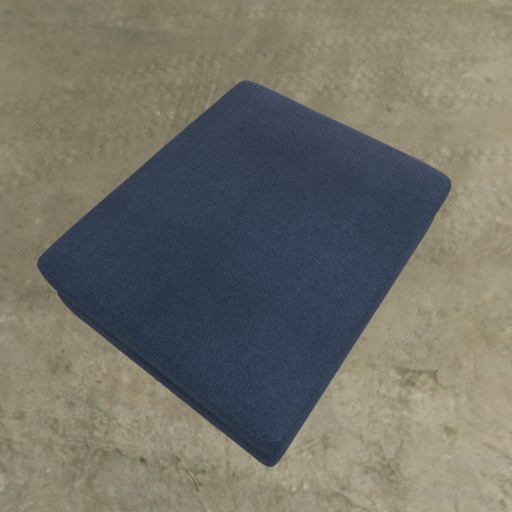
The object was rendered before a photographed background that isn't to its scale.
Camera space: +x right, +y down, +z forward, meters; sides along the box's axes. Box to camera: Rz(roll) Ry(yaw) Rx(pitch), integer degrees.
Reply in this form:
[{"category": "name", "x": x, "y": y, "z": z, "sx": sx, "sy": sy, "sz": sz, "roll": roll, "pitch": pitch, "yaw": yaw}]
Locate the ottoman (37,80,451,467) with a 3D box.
[{"category": "ottoman", "x": 0.000, "y": 0.000, "z": 1.225, "sx": 0.693, "sy": 0.474, "sz": 0.821, "roll": 32, "pitch": 64, "yaw": 18}]
